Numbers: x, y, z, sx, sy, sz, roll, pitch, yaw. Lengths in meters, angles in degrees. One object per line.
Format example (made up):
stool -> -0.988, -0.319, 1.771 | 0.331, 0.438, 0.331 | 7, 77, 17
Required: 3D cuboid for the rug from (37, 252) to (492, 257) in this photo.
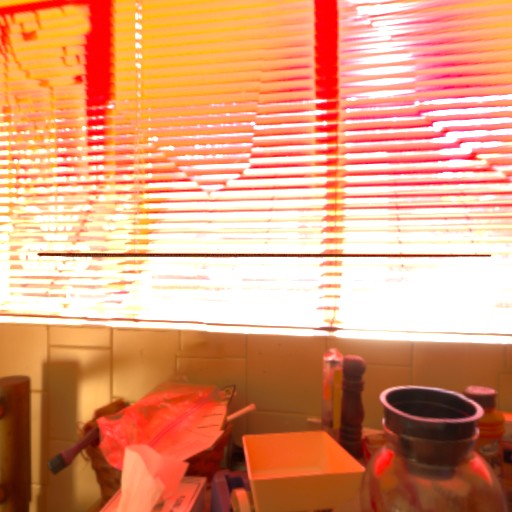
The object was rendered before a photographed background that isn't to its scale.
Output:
rug -> 0.000, 0.000, 2.963 | 2.438, 0.015, 1.524 | 0, 0, -18
